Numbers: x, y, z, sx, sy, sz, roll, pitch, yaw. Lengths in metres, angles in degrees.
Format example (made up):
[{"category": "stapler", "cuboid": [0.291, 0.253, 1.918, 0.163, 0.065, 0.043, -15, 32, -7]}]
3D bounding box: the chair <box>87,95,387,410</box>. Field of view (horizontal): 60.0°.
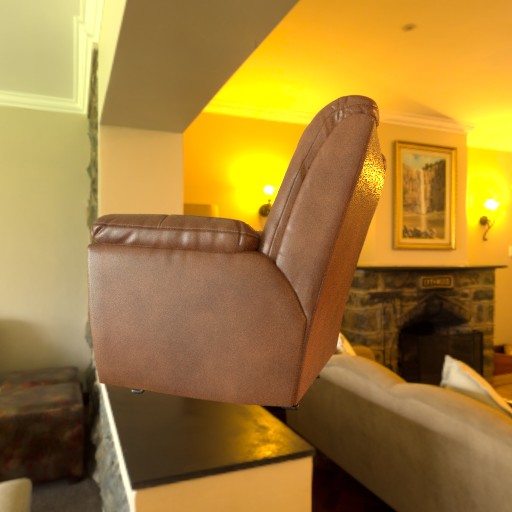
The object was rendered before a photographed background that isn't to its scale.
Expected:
[{"category": "chair", "cuboid": [0.000, 0.000, 1.874, 1.041, 1.093, 0.990, 0, -1, 18]}]
